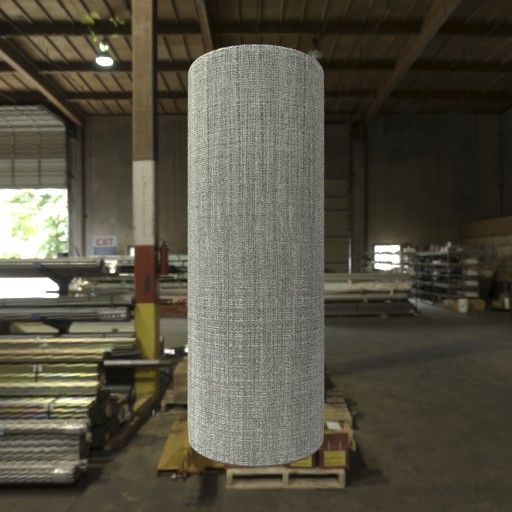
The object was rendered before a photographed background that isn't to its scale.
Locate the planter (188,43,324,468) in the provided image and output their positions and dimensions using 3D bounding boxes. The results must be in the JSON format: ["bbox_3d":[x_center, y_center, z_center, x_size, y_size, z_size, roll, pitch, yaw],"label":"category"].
[{"bbox_3d":[0.000,0.000,0.329,0.100,0.270,0.100,0,0,-1],"label":"planter"}]
